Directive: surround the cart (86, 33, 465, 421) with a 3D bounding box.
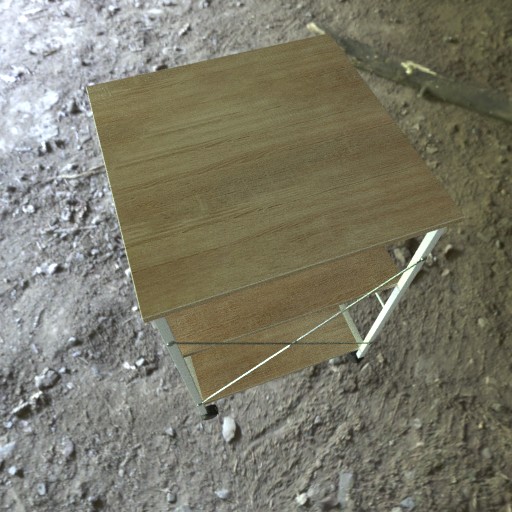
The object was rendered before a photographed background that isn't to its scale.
[{"bbox_3d":[0.000,0.000,1.111,0.521,0.762,0.520,-17,60,-10],"label":"cart"}]
